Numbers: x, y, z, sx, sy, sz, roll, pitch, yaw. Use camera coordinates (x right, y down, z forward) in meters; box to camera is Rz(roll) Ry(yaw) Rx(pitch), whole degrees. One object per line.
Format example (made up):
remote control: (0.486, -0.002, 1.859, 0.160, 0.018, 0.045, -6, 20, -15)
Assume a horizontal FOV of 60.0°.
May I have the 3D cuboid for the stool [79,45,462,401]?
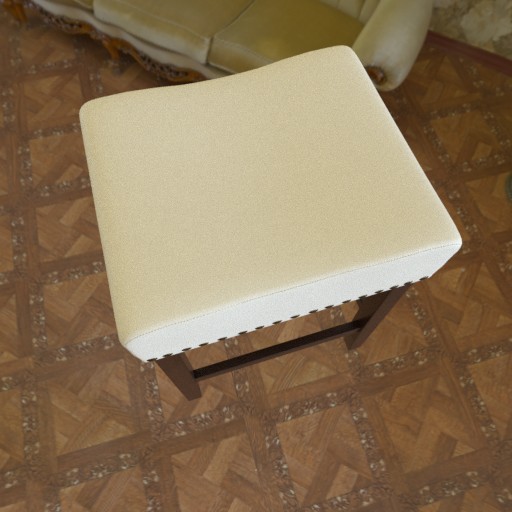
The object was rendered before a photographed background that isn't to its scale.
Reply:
stool: (0.000, 0.000, 0.900, 0.471, 0.609, 0.401, -16, 65, -7)
